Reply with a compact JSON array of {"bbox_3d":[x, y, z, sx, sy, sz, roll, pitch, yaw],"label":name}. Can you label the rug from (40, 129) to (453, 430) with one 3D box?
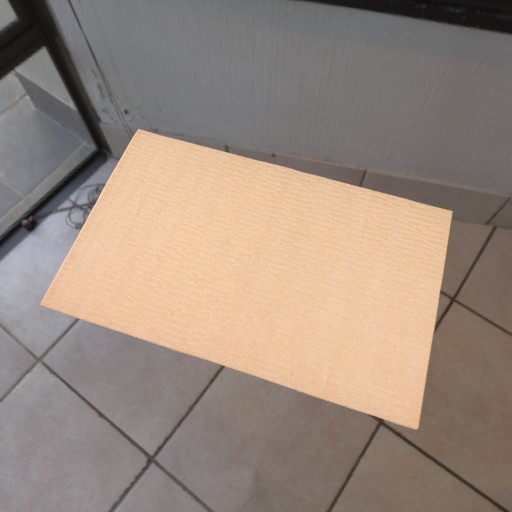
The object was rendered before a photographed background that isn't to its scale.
[{"bbox_3d":[0.000,0.000,2.990,2.441,0.014,1.531,16,65,8],"label":"rug"}]
